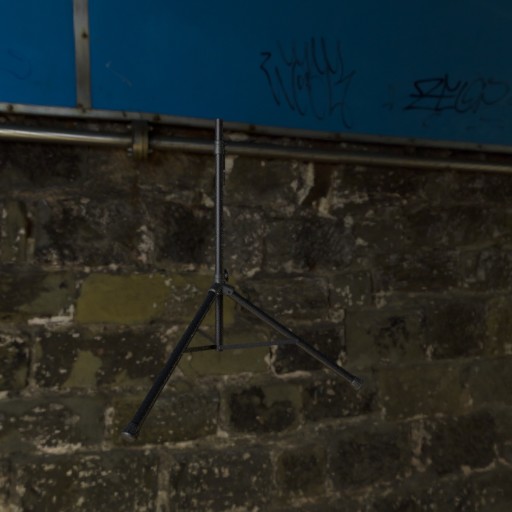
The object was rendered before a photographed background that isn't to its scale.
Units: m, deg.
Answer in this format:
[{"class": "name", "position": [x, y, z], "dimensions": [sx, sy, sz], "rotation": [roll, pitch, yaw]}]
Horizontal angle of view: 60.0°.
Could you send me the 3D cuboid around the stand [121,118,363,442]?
[{"class": "stand", "position": [0.000, 0.000, 1.859], "dimensions": [0.907, 1.136, 1.045], "rotation": [0, 0, -2]}]
